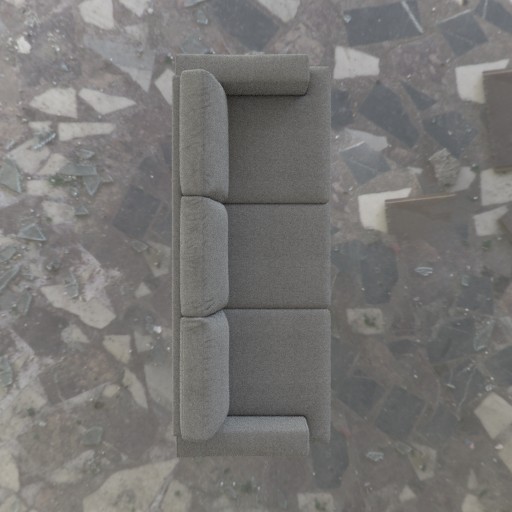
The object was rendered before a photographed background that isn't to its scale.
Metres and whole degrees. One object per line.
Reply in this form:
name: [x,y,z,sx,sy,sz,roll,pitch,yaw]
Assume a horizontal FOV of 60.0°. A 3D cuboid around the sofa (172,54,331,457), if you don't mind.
sofa: [0.000,0.000,2.681,0.920,0.810,2.310,0,90,0]
